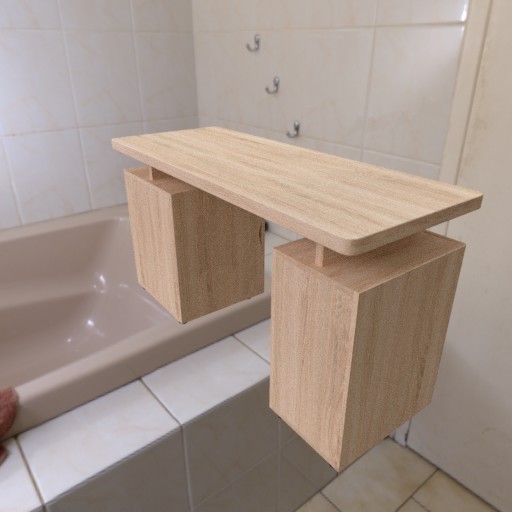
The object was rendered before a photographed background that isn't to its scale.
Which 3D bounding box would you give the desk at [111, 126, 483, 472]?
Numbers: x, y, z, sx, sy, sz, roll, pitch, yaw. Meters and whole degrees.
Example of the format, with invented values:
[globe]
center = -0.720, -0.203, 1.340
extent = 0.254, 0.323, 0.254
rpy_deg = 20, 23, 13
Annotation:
[desk]
center = 0.000, 0.000, 1.745
extent = 0.550, 0.760, 1.400
rpy_deg = -18, 31, -33
